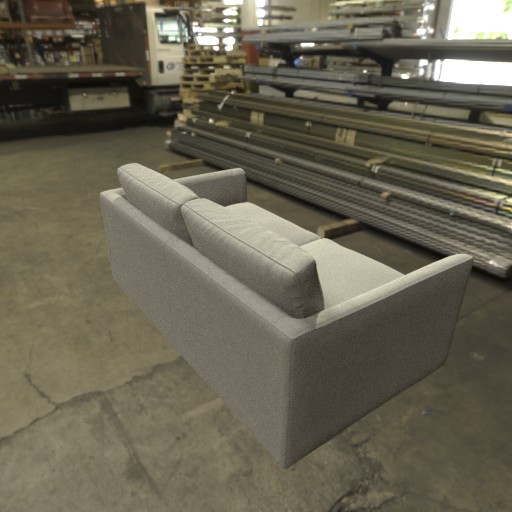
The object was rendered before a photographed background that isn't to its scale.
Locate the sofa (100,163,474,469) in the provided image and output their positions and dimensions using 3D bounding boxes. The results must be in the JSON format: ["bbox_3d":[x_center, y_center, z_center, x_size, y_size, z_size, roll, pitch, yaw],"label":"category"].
[{"bbox_3d":[0.000,0.000,2.499,1.091,0.839,1.905,-18,31,-32],"label":"sofa"}]
